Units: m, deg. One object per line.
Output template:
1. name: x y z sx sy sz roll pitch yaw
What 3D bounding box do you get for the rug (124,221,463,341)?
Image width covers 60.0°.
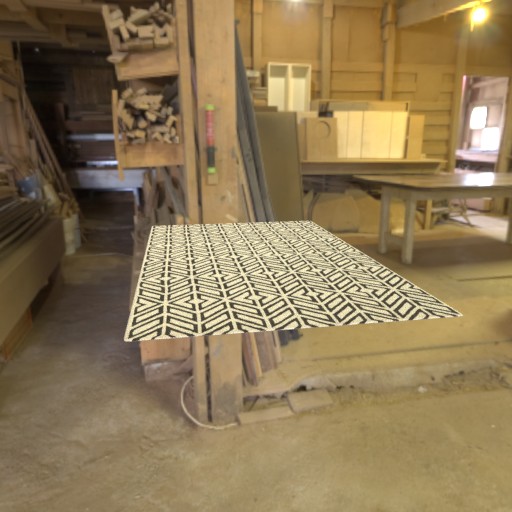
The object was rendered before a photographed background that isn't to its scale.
1. rug: 0.000 0.000 3.075 1.523 0.008 2.438 -3 15 -10
